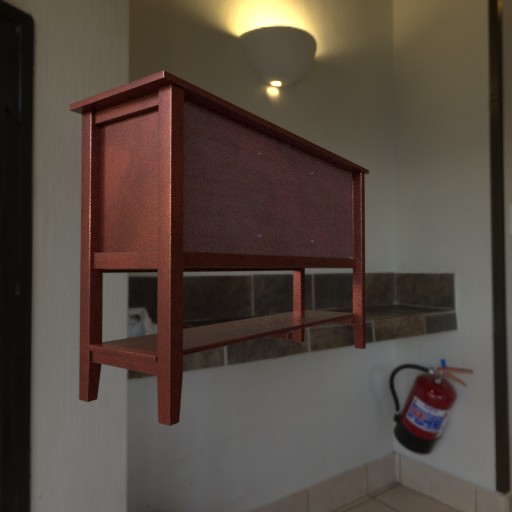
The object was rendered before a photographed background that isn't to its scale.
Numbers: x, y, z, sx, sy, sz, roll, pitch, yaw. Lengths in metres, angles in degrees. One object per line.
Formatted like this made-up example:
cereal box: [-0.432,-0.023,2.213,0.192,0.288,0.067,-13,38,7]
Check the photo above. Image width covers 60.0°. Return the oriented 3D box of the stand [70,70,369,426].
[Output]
stand: [0.000,0.000,1.741,0.410,0.872,1.362,-1,-2,35]
